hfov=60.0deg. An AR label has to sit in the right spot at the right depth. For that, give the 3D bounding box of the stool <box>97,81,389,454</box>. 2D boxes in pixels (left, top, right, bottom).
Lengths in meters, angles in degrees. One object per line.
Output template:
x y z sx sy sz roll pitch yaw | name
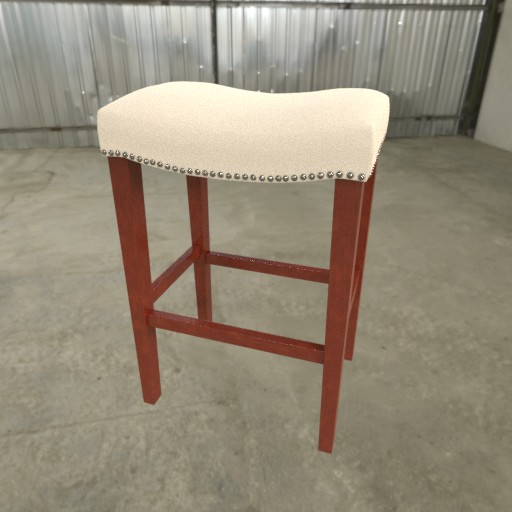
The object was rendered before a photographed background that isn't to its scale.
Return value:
0.000 0.000 1.039 0.504 0.742 0.372 9 29 17 | stool
